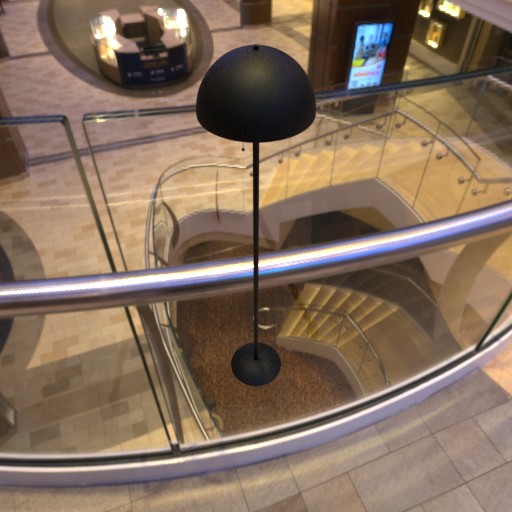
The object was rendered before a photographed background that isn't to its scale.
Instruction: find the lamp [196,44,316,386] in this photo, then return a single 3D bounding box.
[{"bbox_3d":[0.000,0.000,1.620,0.328,1.480,0.328,16,48,16],"label":"lamp"}]
